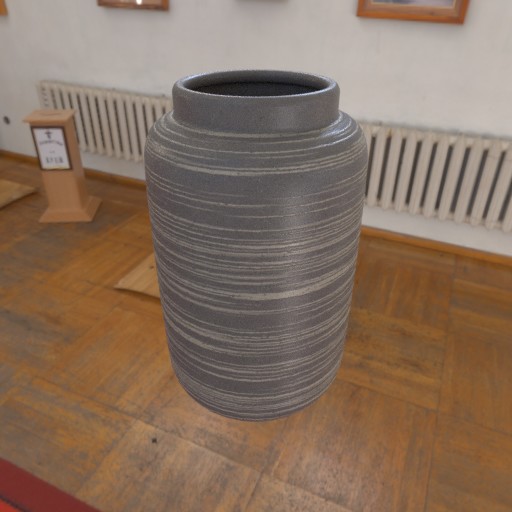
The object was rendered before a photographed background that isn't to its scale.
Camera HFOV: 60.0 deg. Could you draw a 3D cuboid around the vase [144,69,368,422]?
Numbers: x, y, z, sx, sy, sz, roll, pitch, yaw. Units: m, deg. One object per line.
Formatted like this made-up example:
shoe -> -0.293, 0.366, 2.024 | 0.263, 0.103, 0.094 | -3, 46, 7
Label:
vase -> 0.000, 0.000, 0.670 | 0.297, 0.499, 0.297 | 0, 31, 0
